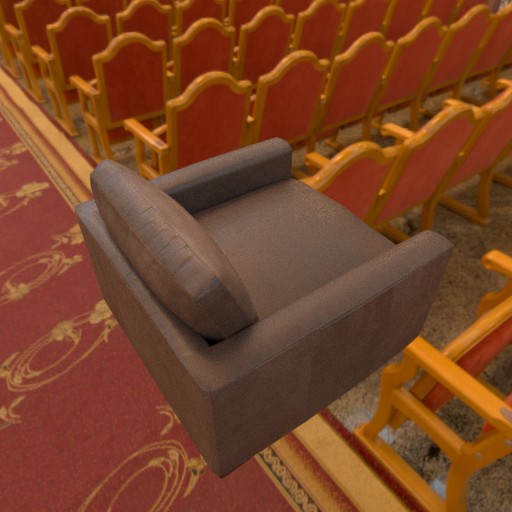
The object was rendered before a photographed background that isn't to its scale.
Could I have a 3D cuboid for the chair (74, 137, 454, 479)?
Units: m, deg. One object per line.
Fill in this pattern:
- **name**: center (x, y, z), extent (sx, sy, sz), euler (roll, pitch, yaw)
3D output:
- **chair**: center (0.000, 0.000, 1.796), extent (1.069, 0.812, 1.100), euler (-25, 47, -26)
